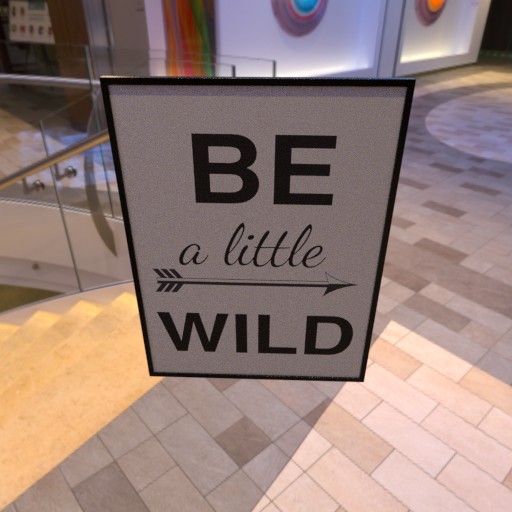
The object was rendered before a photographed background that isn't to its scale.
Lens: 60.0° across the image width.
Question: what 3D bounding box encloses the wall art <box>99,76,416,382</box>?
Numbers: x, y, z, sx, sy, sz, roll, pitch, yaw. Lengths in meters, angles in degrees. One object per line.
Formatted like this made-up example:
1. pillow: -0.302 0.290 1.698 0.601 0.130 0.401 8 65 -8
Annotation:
1. wall art: 0.000 0.000 0.771 0.442 0.582 0.013 1 31 2
